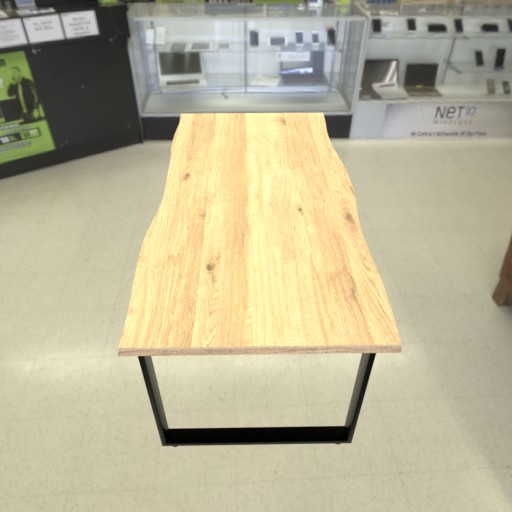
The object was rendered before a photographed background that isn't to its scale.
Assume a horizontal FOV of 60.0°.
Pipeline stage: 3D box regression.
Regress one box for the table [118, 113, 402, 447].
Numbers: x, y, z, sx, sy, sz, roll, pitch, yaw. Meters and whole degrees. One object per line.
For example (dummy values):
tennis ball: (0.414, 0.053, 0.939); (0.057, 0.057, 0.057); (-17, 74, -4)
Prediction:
table: (0.000, 0.000, 2.268); (0.900, 0.780, 1.800); (-1, 40, -1)
